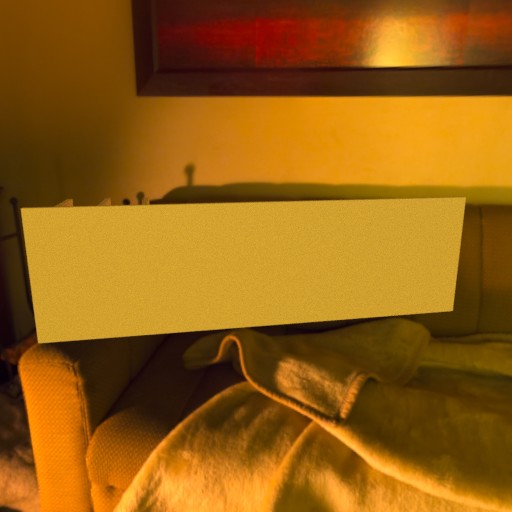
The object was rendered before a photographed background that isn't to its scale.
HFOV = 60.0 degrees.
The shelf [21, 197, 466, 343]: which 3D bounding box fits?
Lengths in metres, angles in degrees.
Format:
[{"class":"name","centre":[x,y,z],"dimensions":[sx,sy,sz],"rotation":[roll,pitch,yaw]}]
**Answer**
[{"class":"shelf","centre":[0.000,0.000,1.133],"dimensions":[1.020,0.300,0.200],"rotation":[-3,14,-11]}]
